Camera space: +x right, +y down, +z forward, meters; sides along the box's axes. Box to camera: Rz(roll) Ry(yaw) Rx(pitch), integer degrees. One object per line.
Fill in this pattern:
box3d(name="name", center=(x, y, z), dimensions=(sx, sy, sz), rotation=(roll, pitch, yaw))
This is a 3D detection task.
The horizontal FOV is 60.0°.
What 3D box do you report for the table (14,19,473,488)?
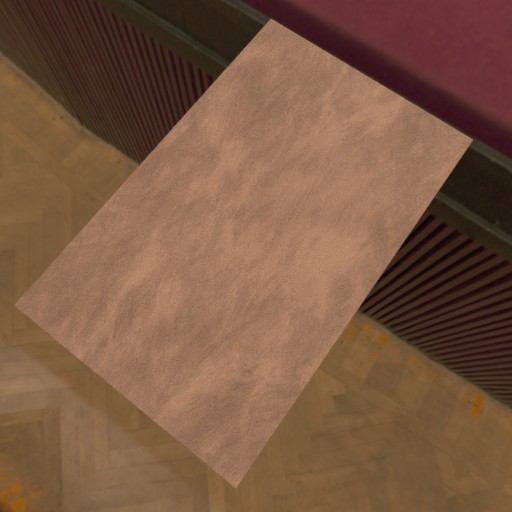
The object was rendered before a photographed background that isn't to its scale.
box3d(name="table", center=(0.000, 0.000, 1.528), dimensions=(0.700, 0.734, 1.100), rotation=(35, 77, 9))
